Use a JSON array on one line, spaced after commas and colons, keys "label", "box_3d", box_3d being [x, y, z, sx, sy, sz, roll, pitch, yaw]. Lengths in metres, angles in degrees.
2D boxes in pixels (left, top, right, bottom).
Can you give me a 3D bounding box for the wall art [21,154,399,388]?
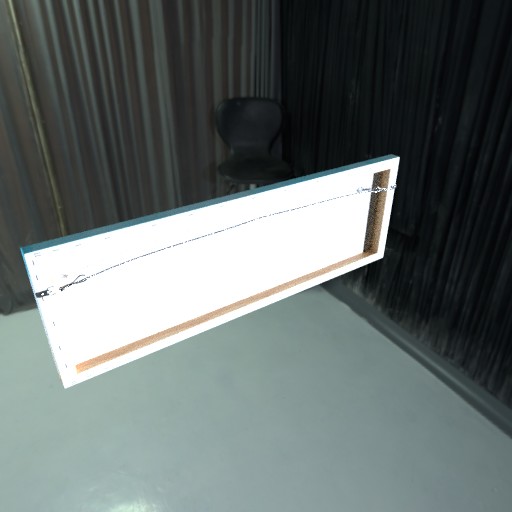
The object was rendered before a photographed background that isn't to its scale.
[{"label": "wall art", "box_3d": [0.000, 0.000, 0.845, 0.759, 0.254, 0.044, -19, 35, -29]}]
